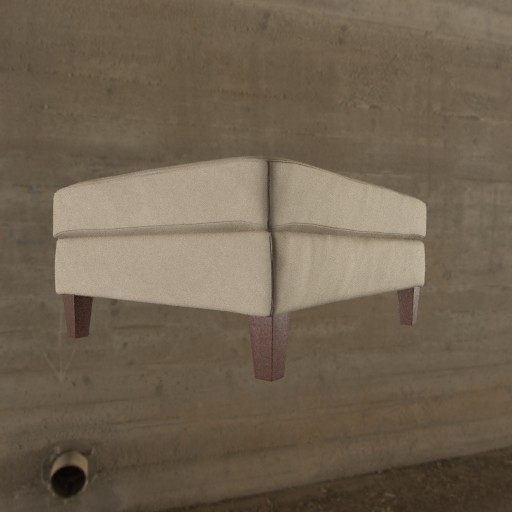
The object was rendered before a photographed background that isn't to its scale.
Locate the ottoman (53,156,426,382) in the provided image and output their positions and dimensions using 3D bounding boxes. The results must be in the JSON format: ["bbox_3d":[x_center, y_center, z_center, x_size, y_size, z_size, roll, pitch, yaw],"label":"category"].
[{"bbox_3d":[0.000,0.000,1.472,0.836,0.492,1.002,0,1,37],"label":"ottoman"}]
